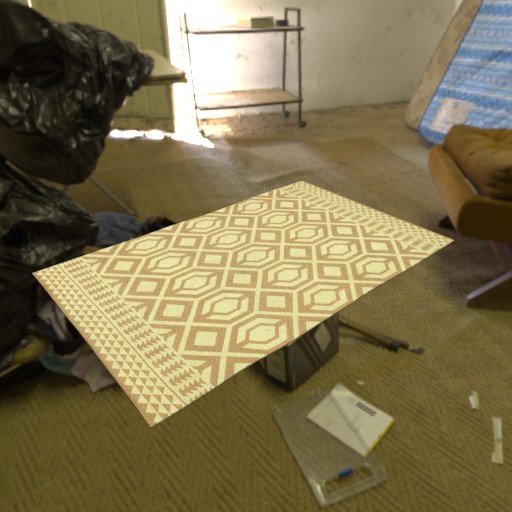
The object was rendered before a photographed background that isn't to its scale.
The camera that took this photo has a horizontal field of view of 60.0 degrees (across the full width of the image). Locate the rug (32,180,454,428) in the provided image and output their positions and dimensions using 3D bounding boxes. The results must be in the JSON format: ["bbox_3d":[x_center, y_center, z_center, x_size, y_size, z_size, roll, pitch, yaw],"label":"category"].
[{"bbox_3d":[0.000,0.000,2.986,2.435,0.011,1.526,-24,38,-34],"label":"rug"}]
